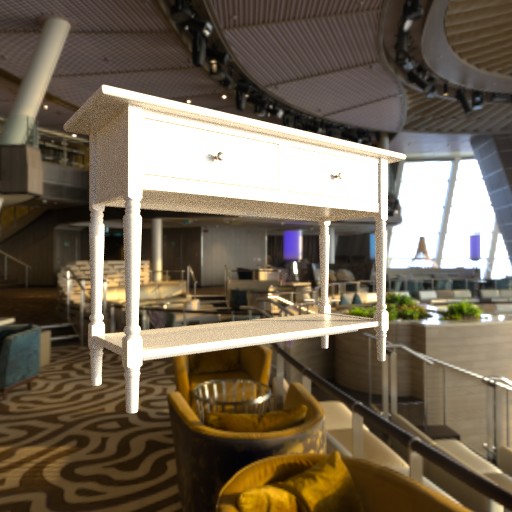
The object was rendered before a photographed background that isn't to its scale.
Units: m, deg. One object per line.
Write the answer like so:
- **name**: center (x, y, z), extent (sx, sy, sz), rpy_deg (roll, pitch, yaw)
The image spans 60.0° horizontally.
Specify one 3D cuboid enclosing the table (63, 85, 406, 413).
- **table**: center (0.000, 0.000, 1.557), extent (1.191, 0.814, 0.386), rpy_deg (0, -1, -36)
